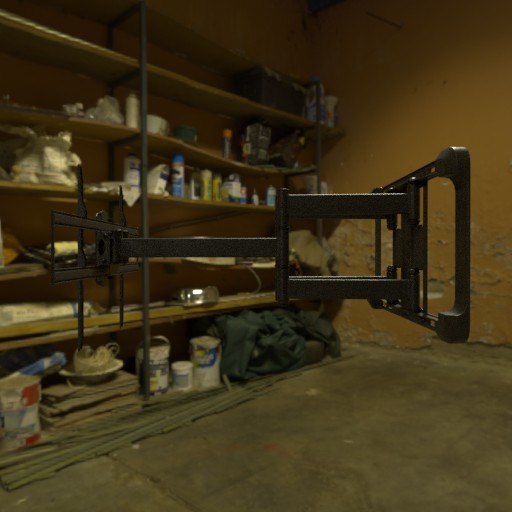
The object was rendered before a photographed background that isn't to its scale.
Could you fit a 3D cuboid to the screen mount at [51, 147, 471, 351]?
[{"bbox_3d":[0.000,0.000,1.297,0.905,0.483,0.725,0,0,0],"label":"screen mount"}]
